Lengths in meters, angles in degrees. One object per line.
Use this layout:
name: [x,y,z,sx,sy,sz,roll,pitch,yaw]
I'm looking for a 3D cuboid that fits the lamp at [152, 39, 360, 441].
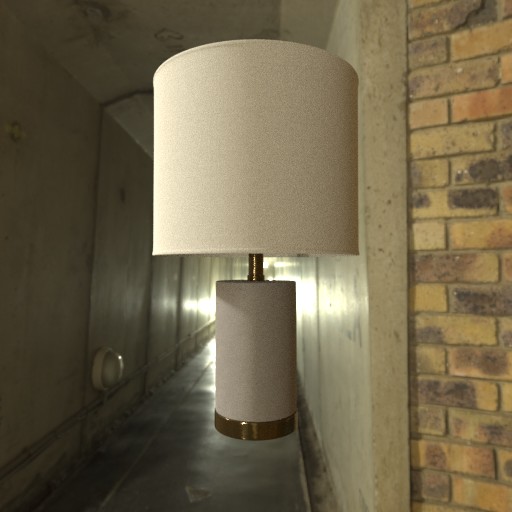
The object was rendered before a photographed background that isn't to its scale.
lamp: [0.000,0.000,0.503,0.229,0.380,0.229,0,-1,0]
